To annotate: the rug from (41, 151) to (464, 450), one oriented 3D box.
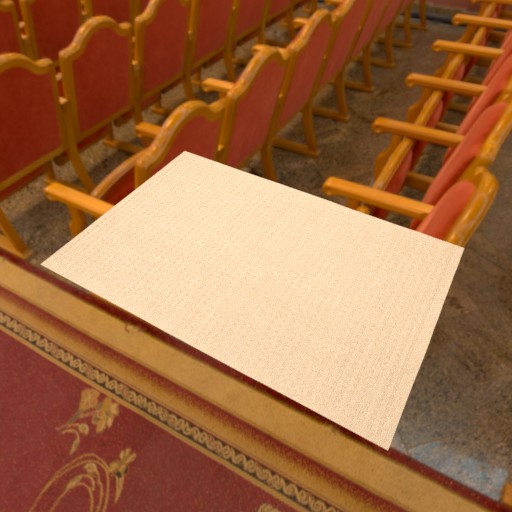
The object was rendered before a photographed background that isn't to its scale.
[{"bbox_3d":[0.000,0.000,2.866,2.289,0.006,1.523,23,50,21],"label":"rug"}]
